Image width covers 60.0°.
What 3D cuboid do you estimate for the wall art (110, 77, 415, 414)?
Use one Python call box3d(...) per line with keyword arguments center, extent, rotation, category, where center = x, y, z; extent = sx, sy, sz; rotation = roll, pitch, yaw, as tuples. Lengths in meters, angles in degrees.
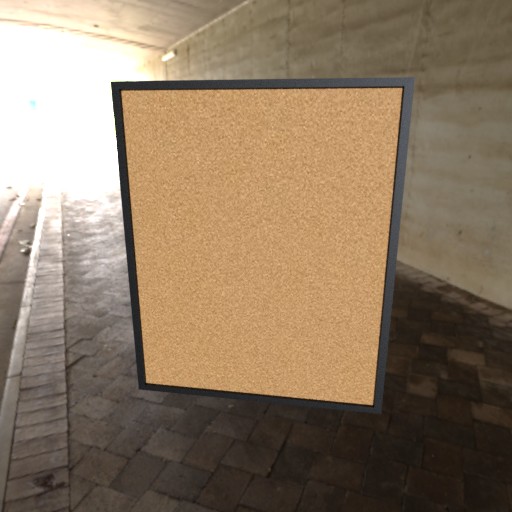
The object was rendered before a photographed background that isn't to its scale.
box3d(center=(0.000, 0.000, 0.755), extent=(0.457, 0.559, 0.029), rotation=(3, 18, 9), category="wall art")
